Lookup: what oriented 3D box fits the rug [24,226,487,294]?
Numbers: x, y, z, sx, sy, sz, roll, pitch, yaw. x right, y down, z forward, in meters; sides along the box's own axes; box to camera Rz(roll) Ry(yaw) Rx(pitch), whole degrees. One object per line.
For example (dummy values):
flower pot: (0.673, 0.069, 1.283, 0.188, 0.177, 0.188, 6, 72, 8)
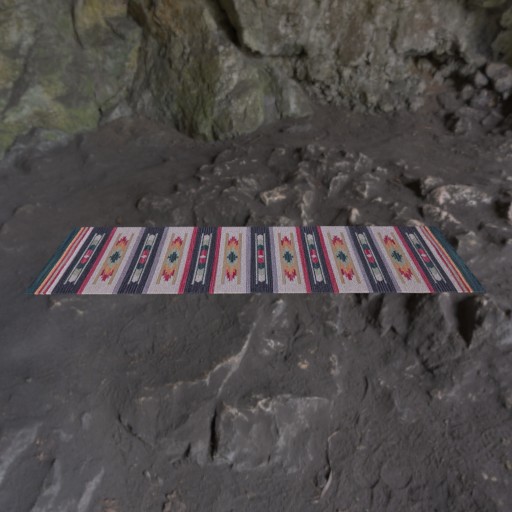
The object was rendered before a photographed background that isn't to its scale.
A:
rug: (0.000, 0.000, 2.655, 2.440, 0.009, 0.760, 0, 31, 0)
